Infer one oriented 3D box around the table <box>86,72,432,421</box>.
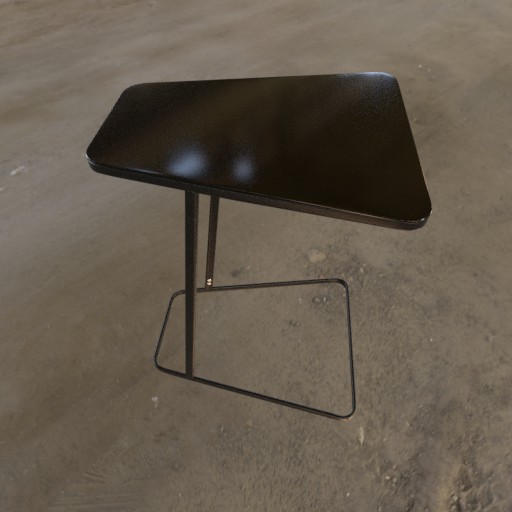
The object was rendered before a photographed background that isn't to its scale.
[{"bbox_3d":[0.000,0.000,0.948,0.500,0.624,0.427,4,47,4],"label":"table"}]
